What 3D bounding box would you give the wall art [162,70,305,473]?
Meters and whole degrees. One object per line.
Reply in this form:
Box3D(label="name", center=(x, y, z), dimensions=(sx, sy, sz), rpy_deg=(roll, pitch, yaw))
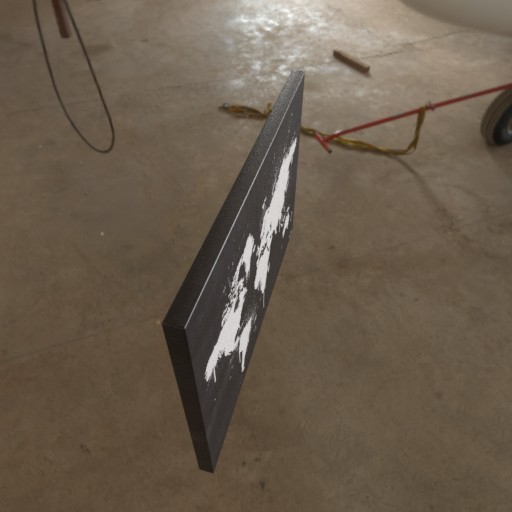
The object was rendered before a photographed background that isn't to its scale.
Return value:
Box3D(label="wall art", center=(0.000, 0.000, 1.171), dimensions=(0.038, 0.612, 0.912), rpy_deg=(11, 47, 11))
